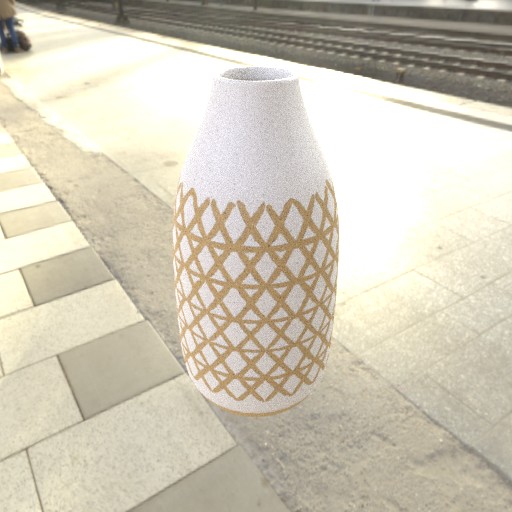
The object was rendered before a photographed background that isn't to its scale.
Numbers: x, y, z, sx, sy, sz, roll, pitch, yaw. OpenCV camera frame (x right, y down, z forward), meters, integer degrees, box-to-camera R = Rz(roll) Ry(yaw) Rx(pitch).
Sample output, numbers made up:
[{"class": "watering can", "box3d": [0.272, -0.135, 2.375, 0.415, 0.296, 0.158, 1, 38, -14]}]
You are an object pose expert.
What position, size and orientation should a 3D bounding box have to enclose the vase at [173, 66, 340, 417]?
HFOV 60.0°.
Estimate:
[{"class": "vase", "box3d": [0.000, 0.000, 0.491, 0.186, 0.380, 0.186, 0, 32, 0]}]
